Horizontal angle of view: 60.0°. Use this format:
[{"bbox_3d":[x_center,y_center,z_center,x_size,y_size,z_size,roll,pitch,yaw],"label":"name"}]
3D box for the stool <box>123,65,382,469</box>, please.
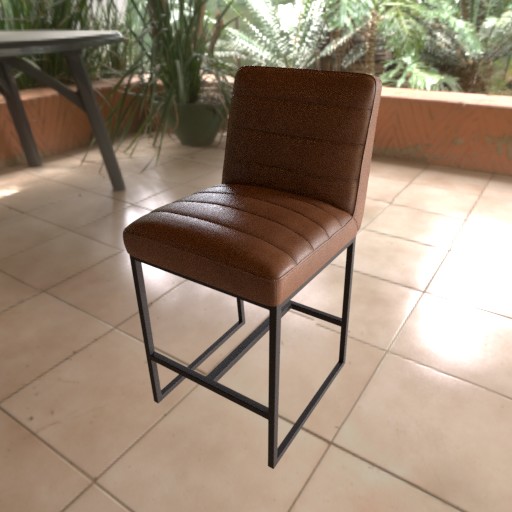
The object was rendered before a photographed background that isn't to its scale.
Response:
[{"bbox_3d":[0.000,0.000,1.249,0.458,0.940,0.556,17,33,28],"label":"stool"}]
